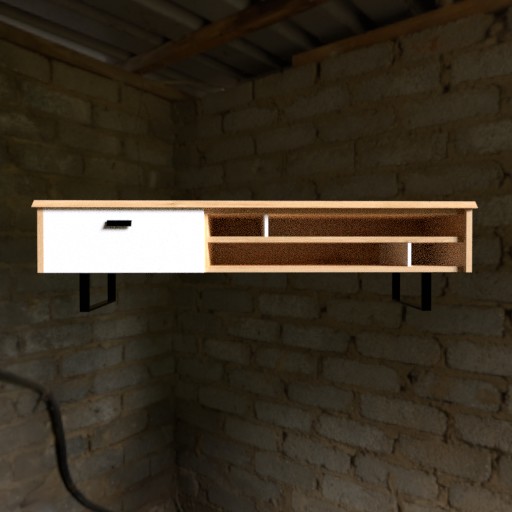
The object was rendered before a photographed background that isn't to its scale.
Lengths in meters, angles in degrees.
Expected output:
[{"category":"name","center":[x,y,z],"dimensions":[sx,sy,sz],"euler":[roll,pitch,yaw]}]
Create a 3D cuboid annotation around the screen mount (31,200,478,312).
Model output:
[{"category":"screen mount","center":[0.000,0.000,1.913],"dimensions":[1.700,0.430,0.450],"euler":[0,1,-1]}]
